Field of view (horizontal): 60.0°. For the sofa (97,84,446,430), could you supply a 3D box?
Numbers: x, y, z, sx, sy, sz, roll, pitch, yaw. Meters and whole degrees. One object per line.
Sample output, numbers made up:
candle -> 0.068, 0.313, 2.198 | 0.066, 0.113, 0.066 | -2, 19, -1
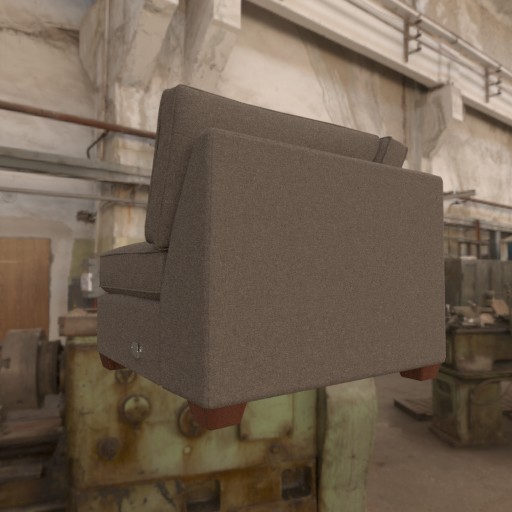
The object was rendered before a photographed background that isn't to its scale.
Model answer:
sofa -> 0.000, 0.000, 1.919 | 1.146, 1.002, 1.084 | 1, -3, -35
